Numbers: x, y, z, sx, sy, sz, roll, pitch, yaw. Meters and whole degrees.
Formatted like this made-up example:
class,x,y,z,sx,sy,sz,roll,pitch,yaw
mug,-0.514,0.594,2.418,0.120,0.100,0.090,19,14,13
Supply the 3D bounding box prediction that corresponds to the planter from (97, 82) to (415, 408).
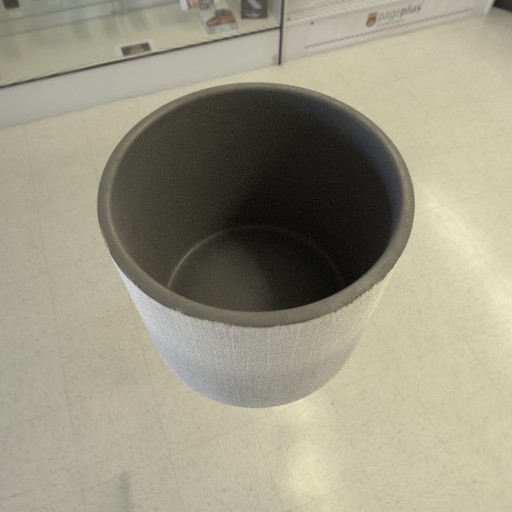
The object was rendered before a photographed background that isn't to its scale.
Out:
class,x,y,z,sx,sy,sz,roll,pitch,yaw
planter,0.000,0.000,0.397,0.226,0.201,0.226,0,58,0
